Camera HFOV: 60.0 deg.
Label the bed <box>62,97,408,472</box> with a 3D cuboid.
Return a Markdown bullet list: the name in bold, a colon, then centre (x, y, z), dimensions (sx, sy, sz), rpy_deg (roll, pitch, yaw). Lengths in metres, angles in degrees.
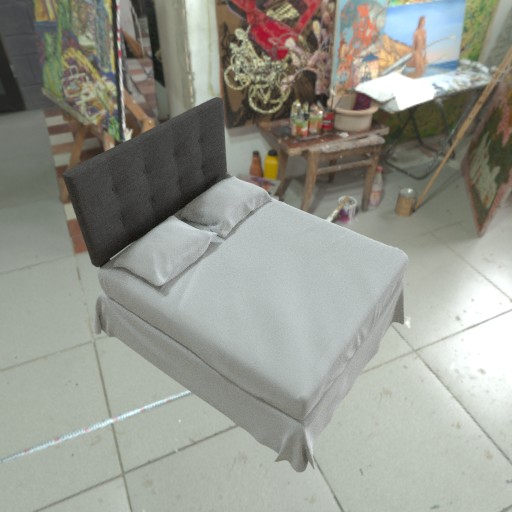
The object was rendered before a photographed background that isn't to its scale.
- **bed**: centre (0.000, 0.000, 3.518), dimensions (2.222, 1.577, 1.936), rpy_deg (26, 48, 26)
